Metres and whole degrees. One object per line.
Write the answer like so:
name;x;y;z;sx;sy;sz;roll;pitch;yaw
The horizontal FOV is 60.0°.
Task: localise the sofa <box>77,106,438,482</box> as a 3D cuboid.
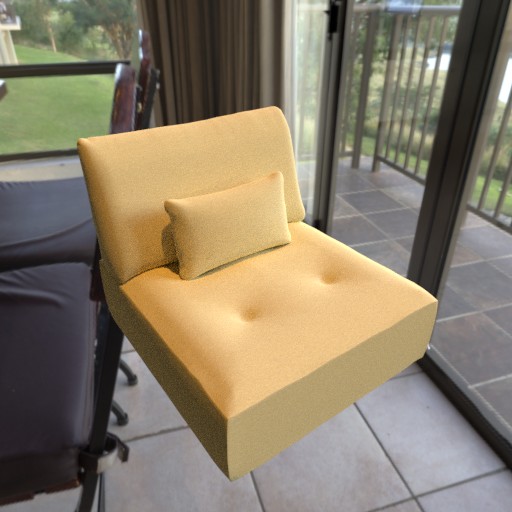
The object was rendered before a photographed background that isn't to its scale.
sofa;0.000;0.000;1.662;0.930;0.820;1.000;-20;37;-30
